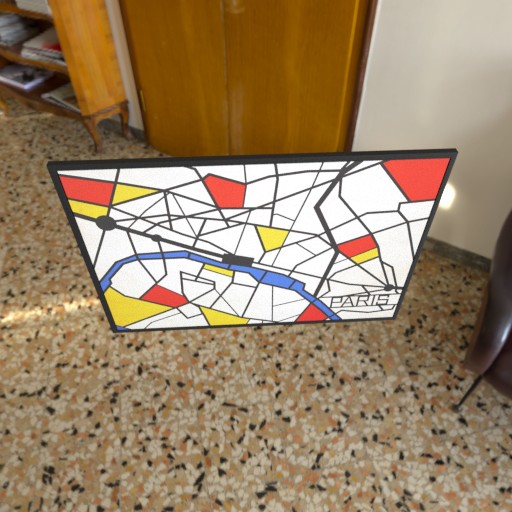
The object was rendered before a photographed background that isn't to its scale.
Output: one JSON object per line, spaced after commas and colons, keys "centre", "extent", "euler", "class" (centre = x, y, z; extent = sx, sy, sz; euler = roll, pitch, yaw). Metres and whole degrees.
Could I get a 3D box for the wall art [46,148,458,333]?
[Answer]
{"centre": [0.000, 0.000, 0.881], "extent": [0.664, 0.458, 0.013], "euler": [-2, 45, -2], "class": "wall art"}
